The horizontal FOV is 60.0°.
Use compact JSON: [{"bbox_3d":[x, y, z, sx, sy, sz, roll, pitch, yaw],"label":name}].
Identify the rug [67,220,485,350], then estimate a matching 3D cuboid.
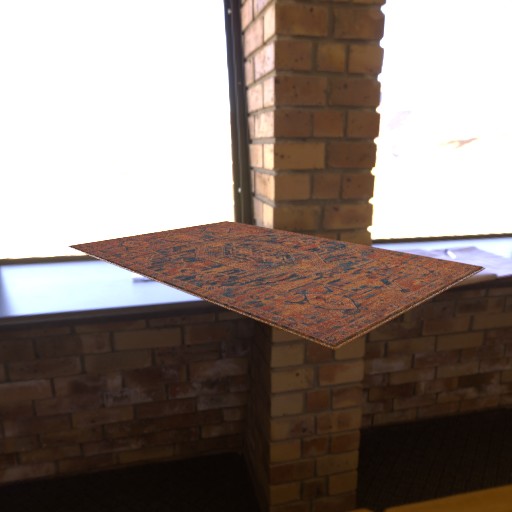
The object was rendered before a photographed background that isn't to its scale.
[{"bbox_3d":[0.000,0.000,2.190,1.148,0.013,1.758,-14,20,-43],"label":"rug"}]
